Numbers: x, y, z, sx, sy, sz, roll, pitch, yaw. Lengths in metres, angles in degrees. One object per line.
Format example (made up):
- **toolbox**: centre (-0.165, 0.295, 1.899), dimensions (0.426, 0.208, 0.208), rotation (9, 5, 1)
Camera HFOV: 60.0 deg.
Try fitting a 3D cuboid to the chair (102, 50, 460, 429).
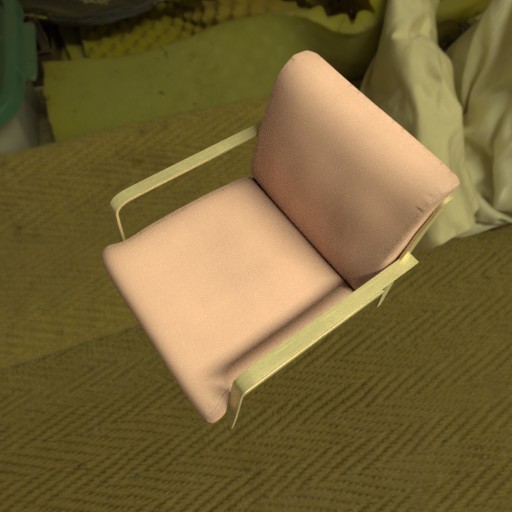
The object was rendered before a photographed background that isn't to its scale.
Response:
- **chair**: centre (0.000, 0.000, 1.448), dimensions (0.848, 0.823, 0.701), rotation (-33, 68, -15)
